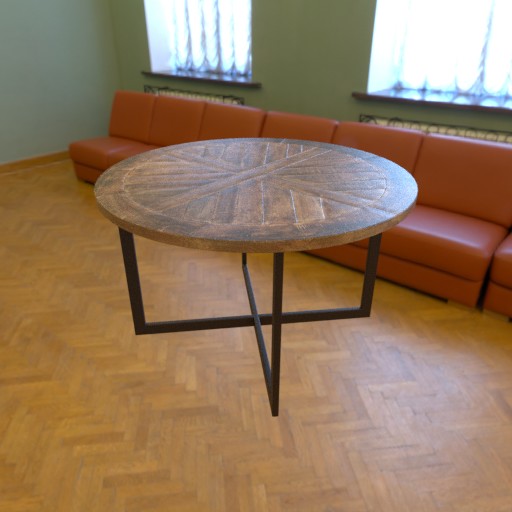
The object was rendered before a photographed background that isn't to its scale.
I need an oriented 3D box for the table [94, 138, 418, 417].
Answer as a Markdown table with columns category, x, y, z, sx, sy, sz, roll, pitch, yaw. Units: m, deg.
| category | x | y | z | sx | sy | sz | roll | pitch | yaw |
| --- | --- | --- | --- | --- | --- | --- | --- | --- | --- |
| table | 0.000 | 0.000 | 1.993 | 1.264 | 0.762 | 1.264 | 0 | 28 | 0 |
